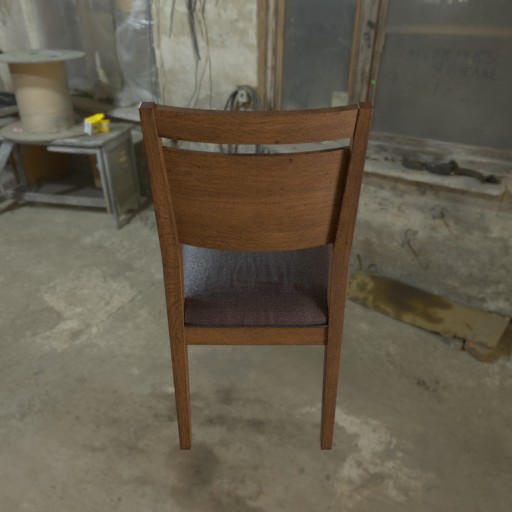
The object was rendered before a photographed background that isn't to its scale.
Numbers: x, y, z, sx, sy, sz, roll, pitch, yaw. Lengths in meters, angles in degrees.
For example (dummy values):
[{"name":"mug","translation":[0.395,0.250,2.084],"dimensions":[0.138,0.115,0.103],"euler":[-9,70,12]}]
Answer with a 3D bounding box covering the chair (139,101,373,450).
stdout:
[{"name":"chair","translation":[0.000,0.000,1.268],"dimensions":[0.501,0.939,0.610],"euler":[0,29,0]}]
